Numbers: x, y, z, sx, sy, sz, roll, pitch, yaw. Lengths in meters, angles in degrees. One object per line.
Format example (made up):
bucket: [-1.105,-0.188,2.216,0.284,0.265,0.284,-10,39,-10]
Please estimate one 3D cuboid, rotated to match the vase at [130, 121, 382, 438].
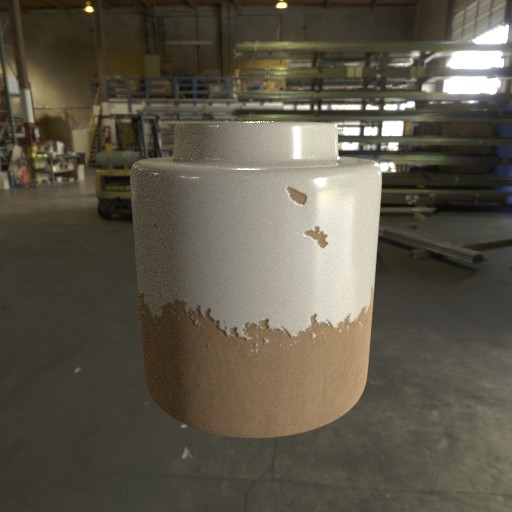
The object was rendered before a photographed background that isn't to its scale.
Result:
vase: [0.000,0.000,0.292,0.153,0.167,0.153,0,15,0]
